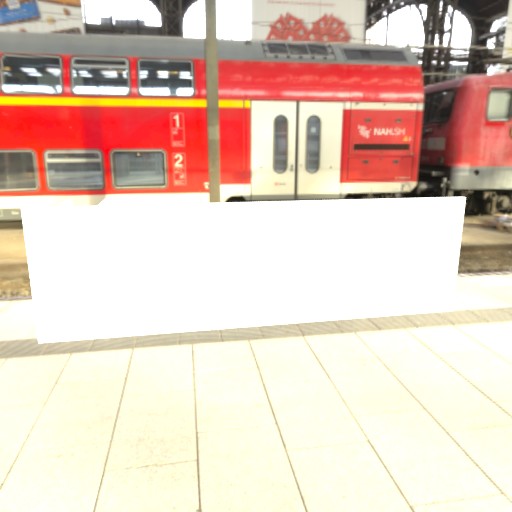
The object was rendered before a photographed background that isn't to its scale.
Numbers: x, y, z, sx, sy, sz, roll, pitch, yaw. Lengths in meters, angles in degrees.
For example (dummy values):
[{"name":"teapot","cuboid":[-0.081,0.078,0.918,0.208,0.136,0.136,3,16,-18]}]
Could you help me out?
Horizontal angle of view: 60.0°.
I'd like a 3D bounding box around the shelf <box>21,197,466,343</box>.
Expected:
[{"name":"shelf","cuboid":[0.000,0.000,1.133,1.020,0.300,0.200,-3,14,-11]}]
